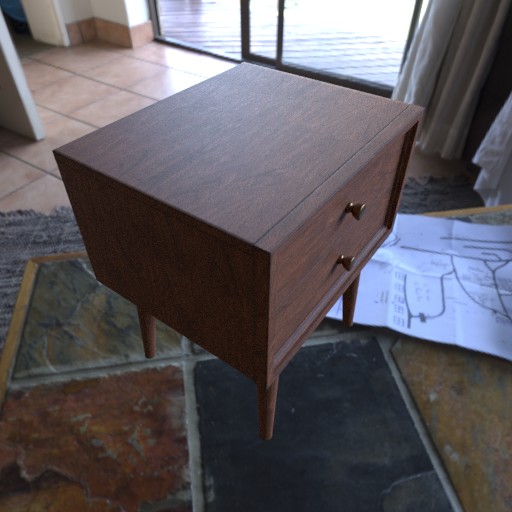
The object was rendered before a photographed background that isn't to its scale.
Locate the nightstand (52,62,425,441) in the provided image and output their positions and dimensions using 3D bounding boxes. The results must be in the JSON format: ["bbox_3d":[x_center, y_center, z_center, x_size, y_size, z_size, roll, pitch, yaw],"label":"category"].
[{"bbox_3d":[0.000,0.000,0.984,0.445,0.607,0.521,26,48,26],"label":"nightstand"}]
